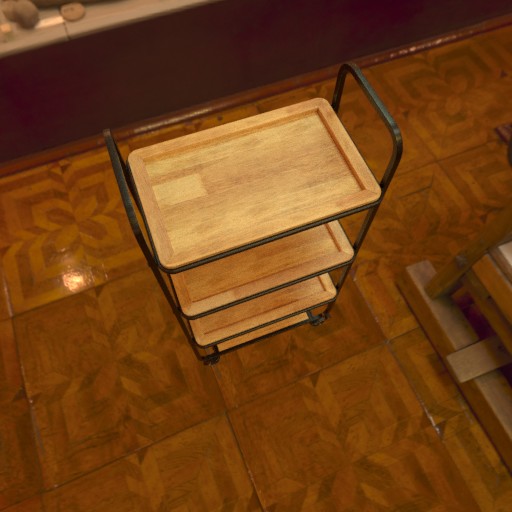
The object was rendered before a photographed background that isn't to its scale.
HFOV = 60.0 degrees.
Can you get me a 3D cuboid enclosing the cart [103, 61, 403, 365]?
[{"bbox_3d":[0.000,0.000,1.313,0.545,1.080,0.321,-19,65,-9],"label":"cart"}]
